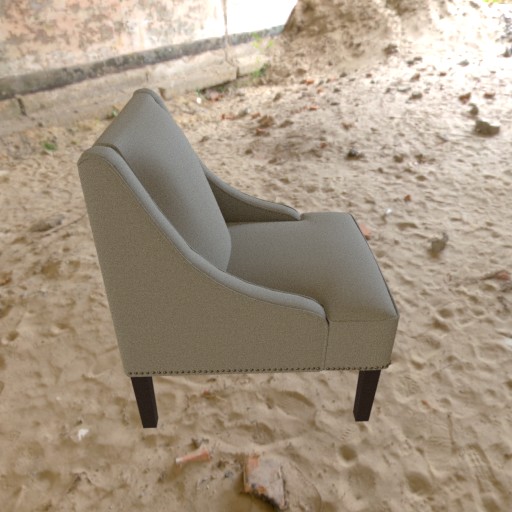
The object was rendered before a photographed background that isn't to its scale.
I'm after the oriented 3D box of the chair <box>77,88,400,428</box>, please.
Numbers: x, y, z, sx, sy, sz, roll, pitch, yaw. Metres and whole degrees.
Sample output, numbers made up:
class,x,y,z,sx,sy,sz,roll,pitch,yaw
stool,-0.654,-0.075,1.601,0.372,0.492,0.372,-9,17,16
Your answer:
class,x,y,z,sx,sy,sz,roll,pitch,yaw
chair,0.000,0.000,1.354,0.737,0.864,0.610,-1,33,-2
